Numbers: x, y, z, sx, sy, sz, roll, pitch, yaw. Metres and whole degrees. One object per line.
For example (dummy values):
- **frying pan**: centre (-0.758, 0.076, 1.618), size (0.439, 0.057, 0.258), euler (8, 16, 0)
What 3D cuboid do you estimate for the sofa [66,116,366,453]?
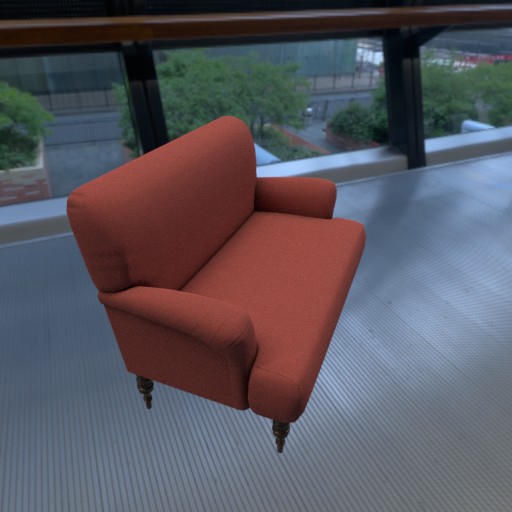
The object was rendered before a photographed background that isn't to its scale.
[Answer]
- **sofa**: centre (0.000, 0.000, 1.874), size (0.779, 0.889, 1.297), euler (11, 32, 18)
